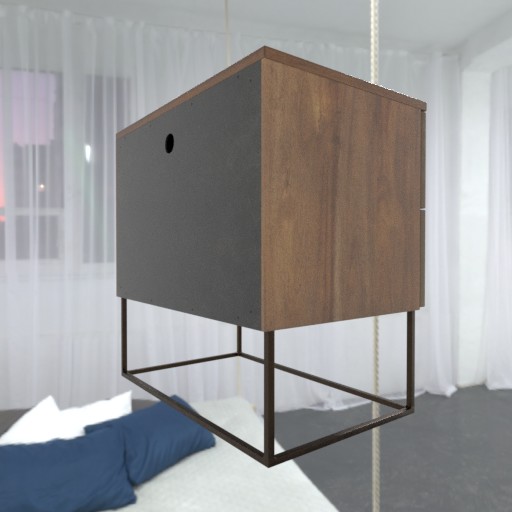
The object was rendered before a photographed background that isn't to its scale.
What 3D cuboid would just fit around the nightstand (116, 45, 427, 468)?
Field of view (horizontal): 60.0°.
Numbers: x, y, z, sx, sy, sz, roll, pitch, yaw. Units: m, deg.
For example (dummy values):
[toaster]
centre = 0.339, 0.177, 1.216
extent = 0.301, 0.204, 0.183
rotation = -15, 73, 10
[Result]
[nightstand]
centre = 0.000, 0.000, 1.004
extent = 0.427, 0.611, 0.605
rotation = -1, 1, -37
